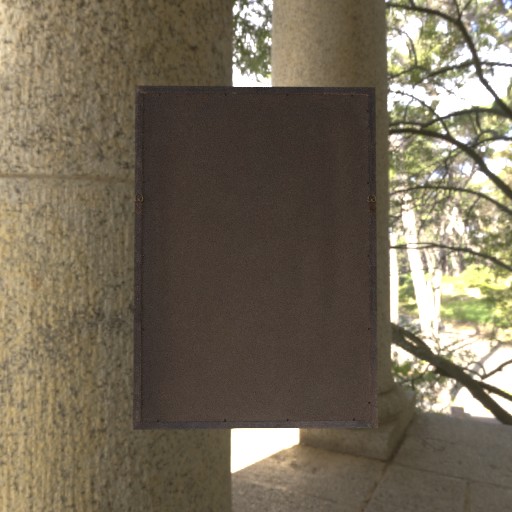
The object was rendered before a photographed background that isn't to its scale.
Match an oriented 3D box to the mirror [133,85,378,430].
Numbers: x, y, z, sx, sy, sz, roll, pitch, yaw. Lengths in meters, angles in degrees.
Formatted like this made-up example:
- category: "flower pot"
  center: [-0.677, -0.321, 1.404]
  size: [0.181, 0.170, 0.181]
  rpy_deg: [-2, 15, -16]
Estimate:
- category: "mirror"
  center: [0.000, 0.000, 1.296]
  size: [0.705, 0.996, 0.025]
  rpy_deg: [0, -1, -1]
